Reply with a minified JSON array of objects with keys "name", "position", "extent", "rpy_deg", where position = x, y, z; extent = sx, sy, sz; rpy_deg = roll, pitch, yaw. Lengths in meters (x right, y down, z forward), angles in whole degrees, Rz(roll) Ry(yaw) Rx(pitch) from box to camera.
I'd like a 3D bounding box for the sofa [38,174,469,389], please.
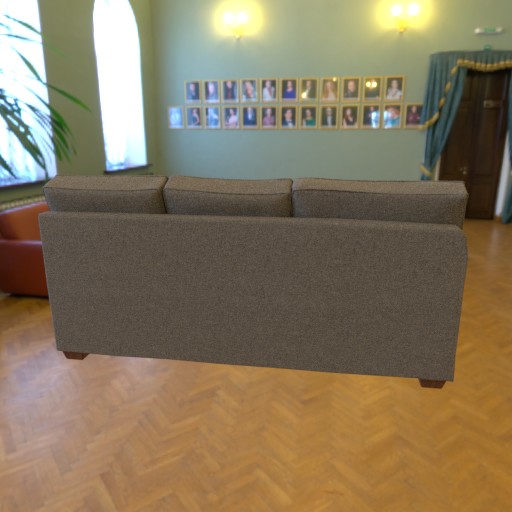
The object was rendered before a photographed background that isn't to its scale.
[{"name":"sofa","position":[0.000,0.000,2.501],"extent":[1.963,0.946,1.034],"rpy_deg":[2,15,8]}]
